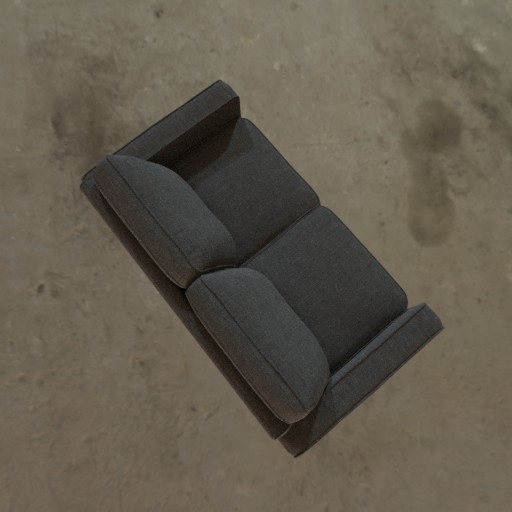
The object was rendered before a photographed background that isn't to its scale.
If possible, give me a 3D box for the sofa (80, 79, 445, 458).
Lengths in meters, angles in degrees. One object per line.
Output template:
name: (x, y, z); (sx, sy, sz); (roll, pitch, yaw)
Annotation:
sofa: (0.000, 0.000, 2.277); (0.947, 0.918, 1.709); (-38, 79, -8)
